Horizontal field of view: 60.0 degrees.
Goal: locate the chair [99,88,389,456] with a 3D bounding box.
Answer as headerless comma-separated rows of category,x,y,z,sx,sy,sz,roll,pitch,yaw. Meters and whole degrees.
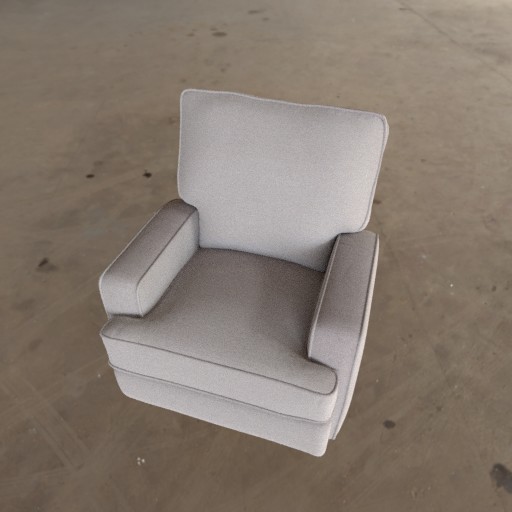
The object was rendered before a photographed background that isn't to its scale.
chair,0.000,0.000,1.618,0.861,0.964,0.969,11,42,13
